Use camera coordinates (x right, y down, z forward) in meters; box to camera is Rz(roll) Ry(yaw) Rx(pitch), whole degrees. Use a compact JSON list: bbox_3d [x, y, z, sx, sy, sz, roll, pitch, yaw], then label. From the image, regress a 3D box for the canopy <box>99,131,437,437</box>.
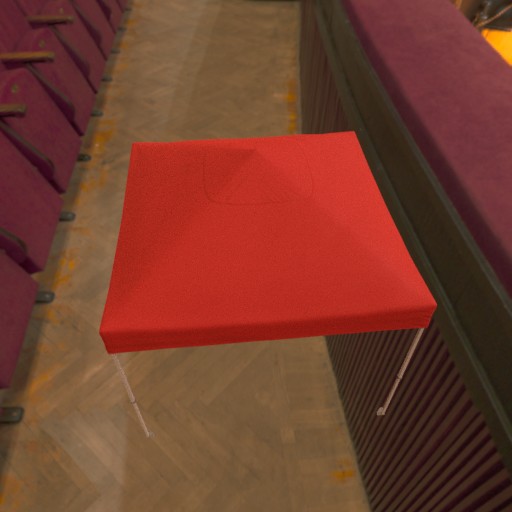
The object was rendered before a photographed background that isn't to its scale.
[{"bbox_3d":[0.000,0.000,5.417,2.996,2.997,2.998,-4,46,-4],"label":"canopy"}]
